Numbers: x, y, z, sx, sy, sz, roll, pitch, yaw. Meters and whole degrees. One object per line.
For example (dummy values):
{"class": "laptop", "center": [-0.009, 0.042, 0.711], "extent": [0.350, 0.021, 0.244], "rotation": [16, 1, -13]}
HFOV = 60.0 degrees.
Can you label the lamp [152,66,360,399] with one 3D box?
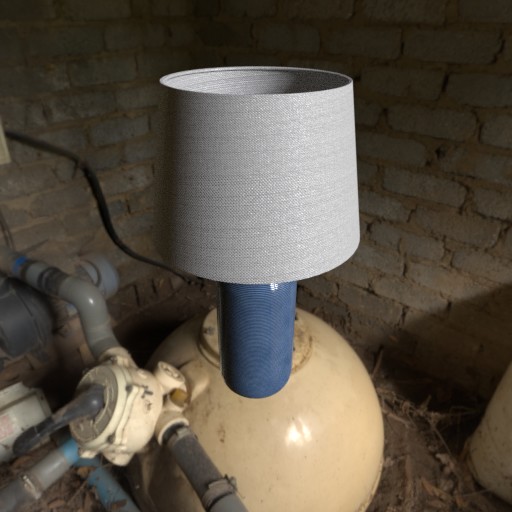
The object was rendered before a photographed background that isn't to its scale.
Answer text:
{"class": "lamp", "center": [0.000, 0.000, 0.570], "extent": [0.253, 0.428, 0.253], "rotation": [0, 30, 0]}
